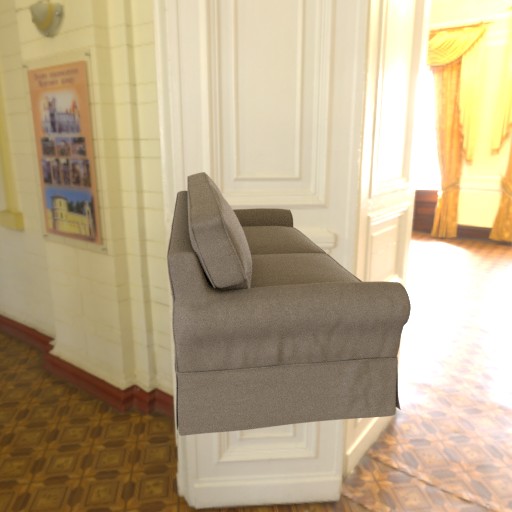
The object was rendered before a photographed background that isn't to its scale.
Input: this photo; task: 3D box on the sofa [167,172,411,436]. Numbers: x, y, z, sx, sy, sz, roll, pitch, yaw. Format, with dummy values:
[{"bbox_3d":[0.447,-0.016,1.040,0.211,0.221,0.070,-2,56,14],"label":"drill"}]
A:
[{"bbox_3d":[0.000,0.000,2.782,0.991,0.943,2.248,-2,15,-8],"label":"sofa"}]
